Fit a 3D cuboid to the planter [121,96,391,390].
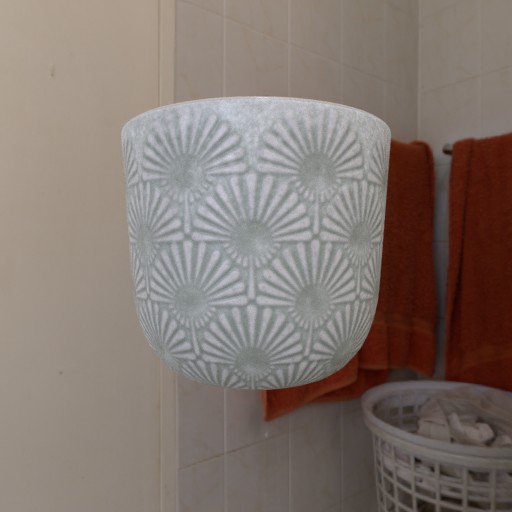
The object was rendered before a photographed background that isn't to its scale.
[{"bbox_3d":[0.000,0.000,0.292,0.170,0.152,0.170,0,1,0],"label":"planter"}]
